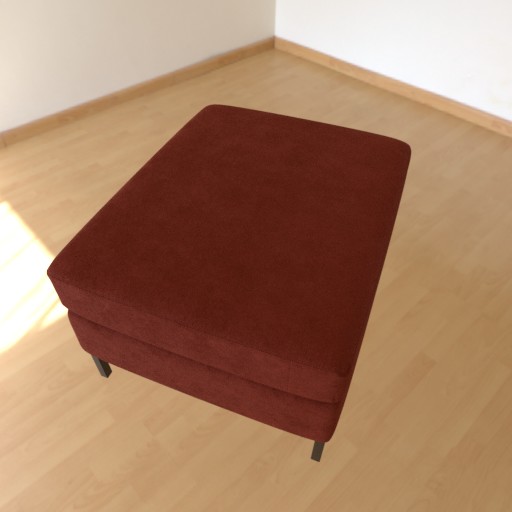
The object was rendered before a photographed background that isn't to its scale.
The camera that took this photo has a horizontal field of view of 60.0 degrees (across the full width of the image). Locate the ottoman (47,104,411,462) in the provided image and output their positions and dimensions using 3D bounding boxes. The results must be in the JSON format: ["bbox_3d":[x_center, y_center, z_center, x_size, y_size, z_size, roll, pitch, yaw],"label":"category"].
[{"bbox_3d":[0.000,0.000,1.194,0.650,0.462,0.782,16,48,15],"label":"ottoman"}]
